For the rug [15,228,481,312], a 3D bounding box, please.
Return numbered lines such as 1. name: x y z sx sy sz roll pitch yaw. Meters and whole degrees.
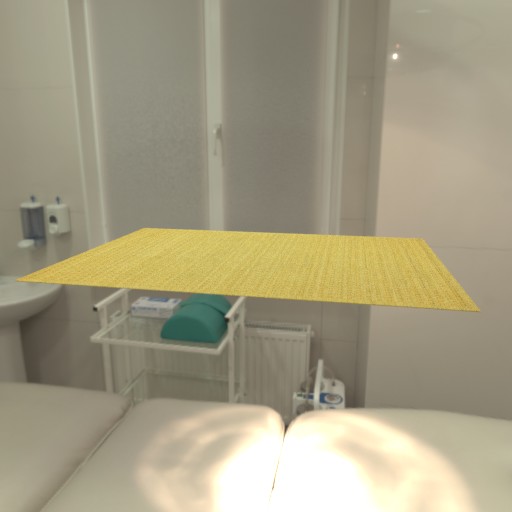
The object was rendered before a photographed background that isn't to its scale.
1. rug: 0.000 0.000 3.630 2.895 0.006 1.981 3 14 11
